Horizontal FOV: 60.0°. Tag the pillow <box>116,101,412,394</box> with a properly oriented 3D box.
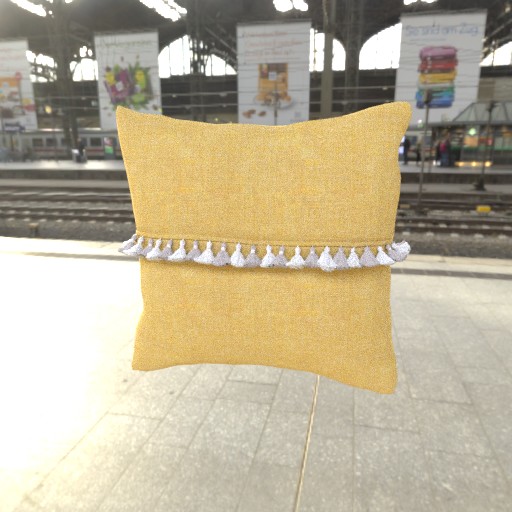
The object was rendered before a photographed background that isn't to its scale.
[{"bbox_3d":[0.000,0.000,0.732,0.485,0.481,0.167,2,14,9],"label":"pillow"}]
